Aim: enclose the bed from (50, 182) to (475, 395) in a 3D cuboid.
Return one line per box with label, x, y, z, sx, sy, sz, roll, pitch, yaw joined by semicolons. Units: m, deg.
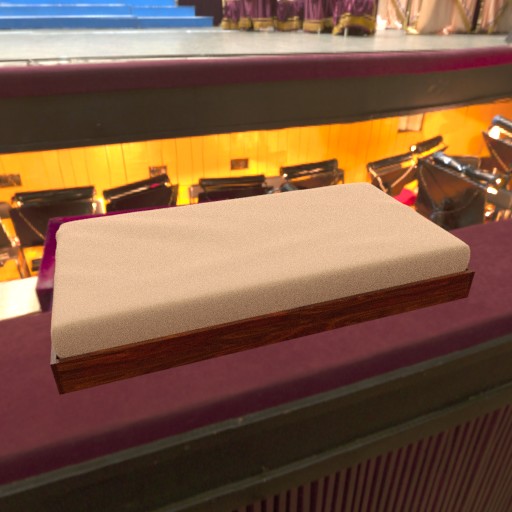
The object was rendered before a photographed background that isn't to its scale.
bed;0.000;0.000;2.201;1.860;0.312;0.940;-10;31;-17
